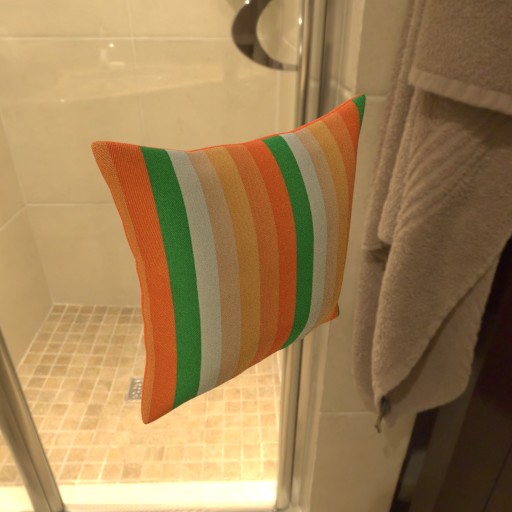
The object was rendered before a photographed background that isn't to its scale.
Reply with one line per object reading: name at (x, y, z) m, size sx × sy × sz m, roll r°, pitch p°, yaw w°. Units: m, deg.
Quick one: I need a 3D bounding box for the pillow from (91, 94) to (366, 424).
pillow at (0.000, 0.000, 0.706) m, size 0.453 × 0.444 × 0.169 m, roll -22°, pitch 36°, yaw -33°
